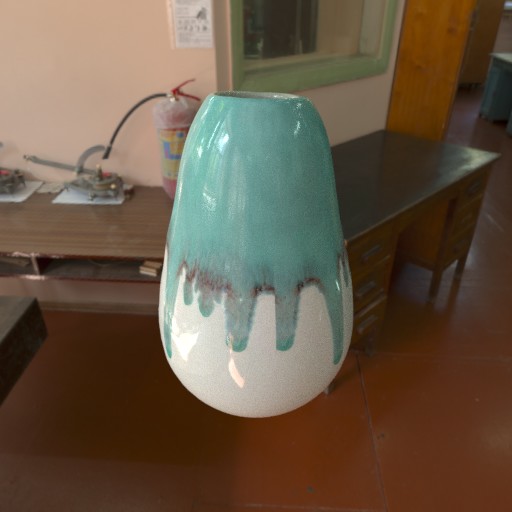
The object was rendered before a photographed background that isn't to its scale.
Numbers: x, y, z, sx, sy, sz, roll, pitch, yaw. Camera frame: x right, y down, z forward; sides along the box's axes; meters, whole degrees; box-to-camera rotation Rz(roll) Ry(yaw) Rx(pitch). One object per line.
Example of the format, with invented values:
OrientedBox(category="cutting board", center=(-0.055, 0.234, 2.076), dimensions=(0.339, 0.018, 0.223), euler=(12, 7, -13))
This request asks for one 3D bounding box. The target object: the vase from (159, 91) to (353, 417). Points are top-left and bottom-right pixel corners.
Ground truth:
OrientedBox(category="vase", center=(0.000, 0.000, 0.249), dimensions=(0.116, 0.179, 0.116), euler=(0, 31, 0))
